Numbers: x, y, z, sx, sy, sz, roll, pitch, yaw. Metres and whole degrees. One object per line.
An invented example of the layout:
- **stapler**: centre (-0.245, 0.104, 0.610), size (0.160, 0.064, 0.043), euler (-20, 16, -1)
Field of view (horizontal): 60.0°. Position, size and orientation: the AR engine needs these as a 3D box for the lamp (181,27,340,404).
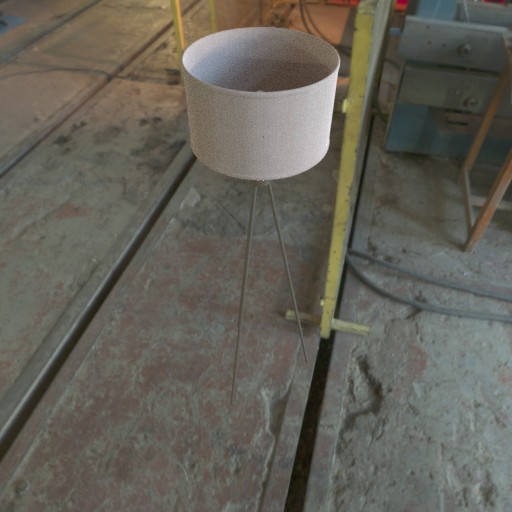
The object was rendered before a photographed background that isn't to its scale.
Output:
- **lamp**: centre (0.000, 0.000, 1.718), size (0.449, 1.545, 0.460), euler (-23, 50, -20)
